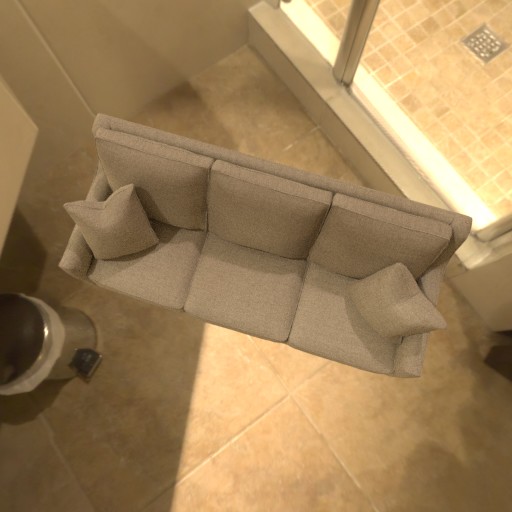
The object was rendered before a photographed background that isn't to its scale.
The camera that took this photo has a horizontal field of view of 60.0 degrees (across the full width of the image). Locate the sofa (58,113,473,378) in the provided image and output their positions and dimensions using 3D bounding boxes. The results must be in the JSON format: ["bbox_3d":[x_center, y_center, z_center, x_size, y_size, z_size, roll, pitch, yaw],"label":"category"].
[{"bbox_3d":[0.000,0.000,2.521,2.031,0.914,0.865,16,77,4],"label":"sofa"}]
